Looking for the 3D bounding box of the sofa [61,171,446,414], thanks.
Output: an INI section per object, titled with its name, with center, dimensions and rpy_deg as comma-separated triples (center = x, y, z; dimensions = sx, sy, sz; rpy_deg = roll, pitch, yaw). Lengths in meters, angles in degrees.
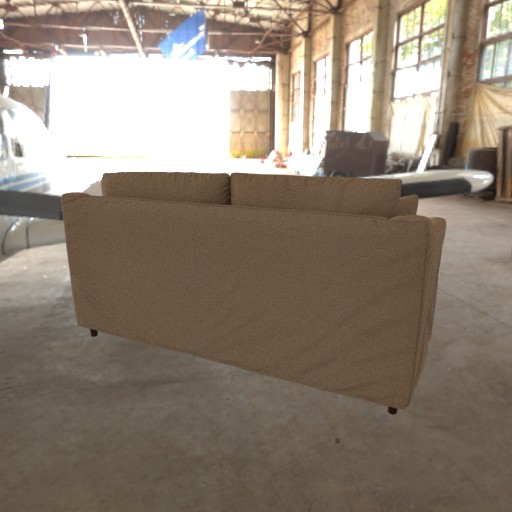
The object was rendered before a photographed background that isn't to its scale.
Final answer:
[sofa]
center = 0.000, 0.000, 2.638
dimensions = 2.010, 1.018, 1.072
rpy_deg = 7, 16, 26
